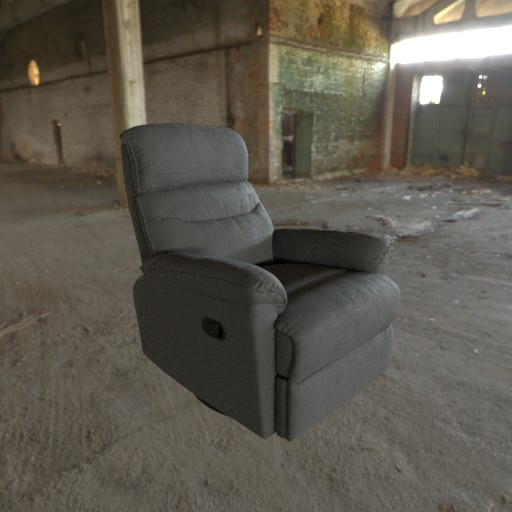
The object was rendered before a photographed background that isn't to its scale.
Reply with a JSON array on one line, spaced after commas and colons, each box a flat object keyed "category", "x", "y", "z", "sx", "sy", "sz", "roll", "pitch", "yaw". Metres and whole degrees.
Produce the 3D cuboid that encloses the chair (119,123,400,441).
[{"category": "chair", "x": 0.000, "y": 0.000, "z": 1.783, "sx": 1.004, "sy": 1.037, "sz": 0.820, "roll": 14, "pitch": 21, "yaw": 42}]
